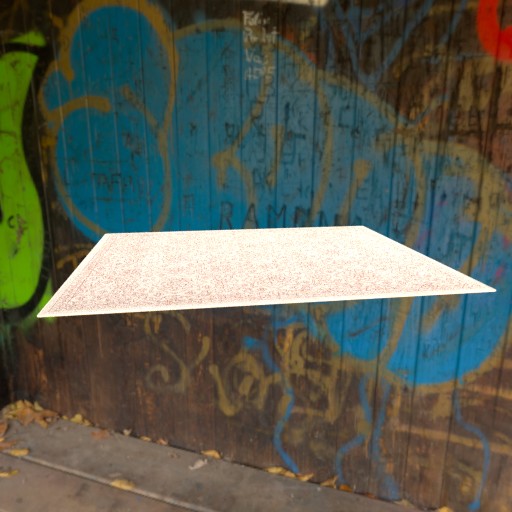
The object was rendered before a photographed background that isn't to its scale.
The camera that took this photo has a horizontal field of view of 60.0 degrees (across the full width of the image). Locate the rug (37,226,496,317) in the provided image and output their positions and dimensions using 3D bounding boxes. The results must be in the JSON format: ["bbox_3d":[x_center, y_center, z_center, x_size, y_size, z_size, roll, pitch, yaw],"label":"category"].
[{"bbox_3d":[0.000,0.000,4.056,3.050,0.015,2.441,-2,15,-9],"label":"rug"}]
